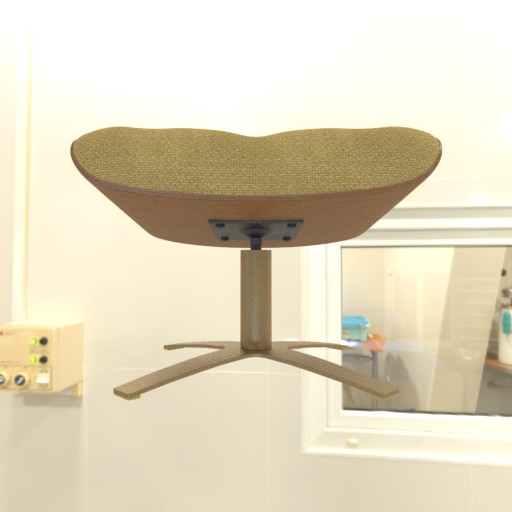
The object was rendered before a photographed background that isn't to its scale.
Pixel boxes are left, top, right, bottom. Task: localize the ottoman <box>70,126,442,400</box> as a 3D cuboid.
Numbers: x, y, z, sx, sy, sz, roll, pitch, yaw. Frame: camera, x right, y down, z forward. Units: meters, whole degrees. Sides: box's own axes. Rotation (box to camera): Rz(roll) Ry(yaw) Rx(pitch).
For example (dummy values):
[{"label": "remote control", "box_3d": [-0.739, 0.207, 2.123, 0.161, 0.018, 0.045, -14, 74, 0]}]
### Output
[{"label": "ottoman", "box_3d": [0.000, 0.000, 0.784, 0.520, 0.391, 0.394, 0, -1, 0]}]
